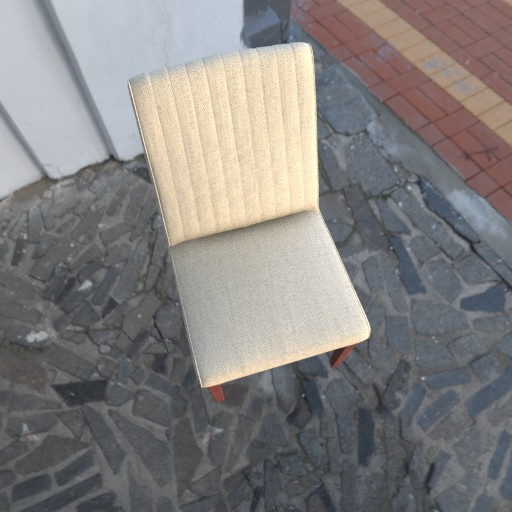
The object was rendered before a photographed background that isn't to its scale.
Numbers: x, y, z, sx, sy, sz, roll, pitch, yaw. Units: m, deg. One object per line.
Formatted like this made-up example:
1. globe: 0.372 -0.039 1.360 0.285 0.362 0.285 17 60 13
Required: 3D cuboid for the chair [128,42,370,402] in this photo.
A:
1. chair: 0.000 0.000 1.250 0.480 0.900 0.594 -15 64 -7
